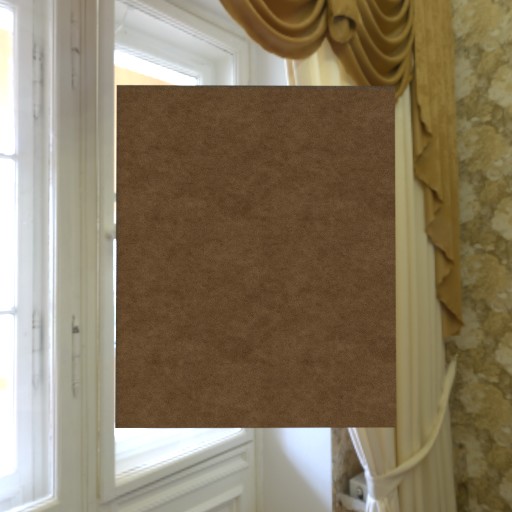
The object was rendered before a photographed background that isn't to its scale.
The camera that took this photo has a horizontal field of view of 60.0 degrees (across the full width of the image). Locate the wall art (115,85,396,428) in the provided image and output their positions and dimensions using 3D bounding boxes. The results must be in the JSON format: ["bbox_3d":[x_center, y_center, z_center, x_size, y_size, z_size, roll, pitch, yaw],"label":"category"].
[{"bbox_3d":[0.000,0.000,0.735,0.453,0.554,0.037,0,-1,-1],"label":"wall art"}]
